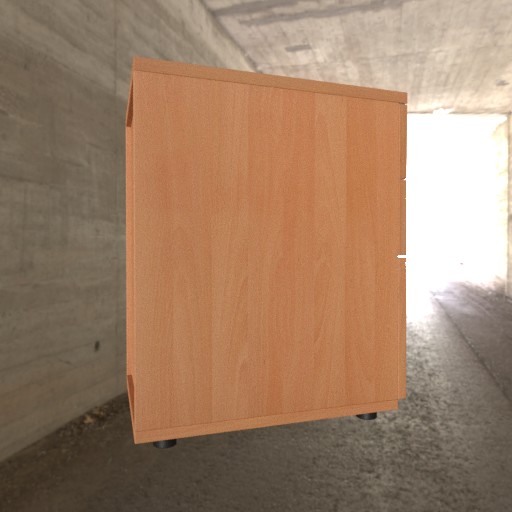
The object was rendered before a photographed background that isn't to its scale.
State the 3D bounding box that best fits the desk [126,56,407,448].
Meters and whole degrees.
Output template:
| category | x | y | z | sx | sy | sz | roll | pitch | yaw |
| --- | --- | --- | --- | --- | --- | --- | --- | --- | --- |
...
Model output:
| category | x | y | z | sx | sy | sz | roll | pitch | yaw |
| --- | --- | --- | --- | --- | --- | --- | --- | --- | --- |
| desk | 0.000 | 0.000 | 1.092 | 0.600 | 0.730 | 0.404 | 0 | 1 | -18 |
